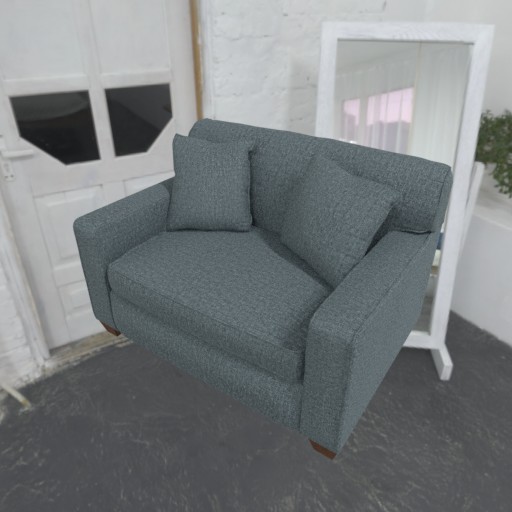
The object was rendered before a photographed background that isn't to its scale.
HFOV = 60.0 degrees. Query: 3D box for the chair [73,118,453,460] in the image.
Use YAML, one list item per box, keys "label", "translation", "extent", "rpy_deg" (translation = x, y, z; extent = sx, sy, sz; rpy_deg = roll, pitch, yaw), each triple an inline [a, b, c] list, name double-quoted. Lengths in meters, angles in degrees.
- label: "chair"
  translation: [0.000, 0.000, 2.056]
  extent: [1.383, 0.948, 1.000]
  rpy_deg: [20, 36, 29]
